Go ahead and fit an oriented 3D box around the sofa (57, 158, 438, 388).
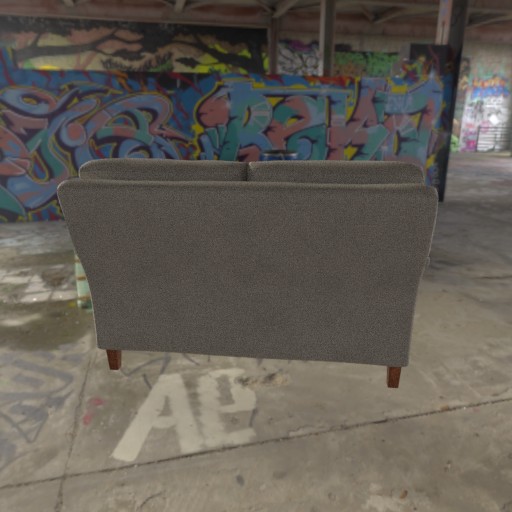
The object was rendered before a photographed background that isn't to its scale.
[{"bbox_3d":[0.000,0.000,2.232,1.480,0.999,1.087,2,17,6],"label":"sofa"}]
